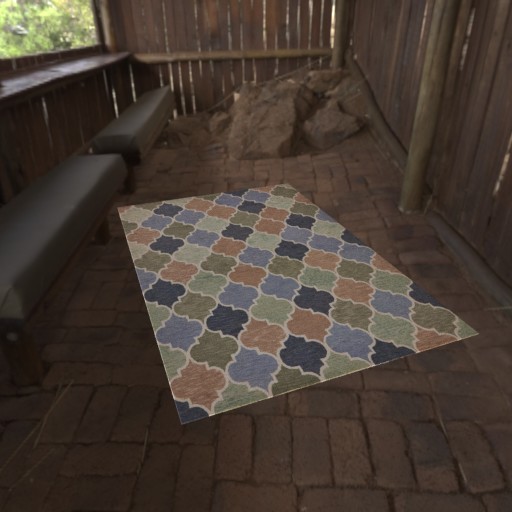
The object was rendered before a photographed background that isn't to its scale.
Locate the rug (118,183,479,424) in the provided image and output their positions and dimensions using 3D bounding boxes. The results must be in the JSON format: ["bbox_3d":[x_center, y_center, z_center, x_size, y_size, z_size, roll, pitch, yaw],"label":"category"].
[{"bbox_3d":[0.000,0.000,2.918,1.521,0.006,2.284,-11,32,-18],"label":"rug"}]
